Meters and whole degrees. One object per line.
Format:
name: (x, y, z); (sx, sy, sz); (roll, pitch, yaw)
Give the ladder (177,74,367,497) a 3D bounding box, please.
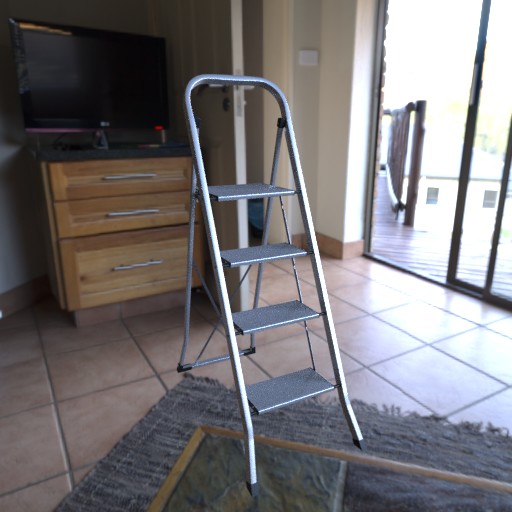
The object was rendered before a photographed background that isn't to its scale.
ladder: (0.000, 0.000, 1.655); (0.465, 1.290, 0.830); (-8, 18, -27)
